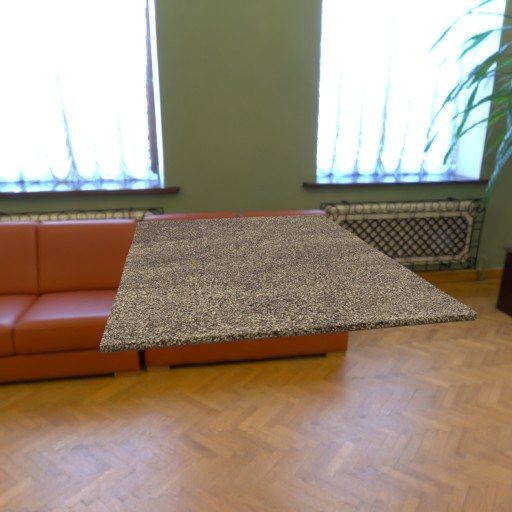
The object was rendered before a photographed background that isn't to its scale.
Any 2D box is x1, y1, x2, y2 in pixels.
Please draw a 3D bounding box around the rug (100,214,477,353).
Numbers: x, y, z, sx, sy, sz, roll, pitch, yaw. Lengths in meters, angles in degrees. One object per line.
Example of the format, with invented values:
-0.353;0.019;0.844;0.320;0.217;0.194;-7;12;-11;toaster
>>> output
0.000;0.000;2.110;1.198;0.025;1.601;-3;18;-10;rug
